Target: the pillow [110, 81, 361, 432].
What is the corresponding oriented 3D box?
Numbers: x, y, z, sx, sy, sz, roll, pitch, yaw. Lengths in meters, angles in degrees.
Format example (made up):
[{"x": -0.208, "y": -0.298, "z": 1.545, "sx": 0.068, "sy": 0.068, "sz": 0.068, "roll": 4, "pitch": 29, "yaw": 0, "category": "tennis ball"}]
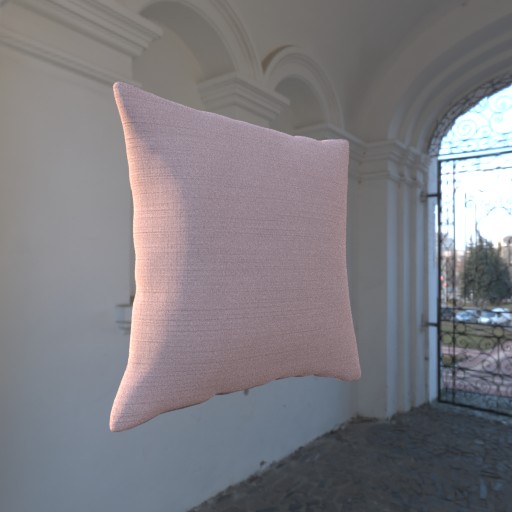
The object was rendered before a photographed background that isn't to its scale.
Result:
[{"x": 0.000, "y": 0.000, "z": 0.718, "sx": 0.470, "sy": 0.464, "sz": 0.175, "roll": 1, "pitch": -2, "yaw": -37, "category": "pillow"}]
